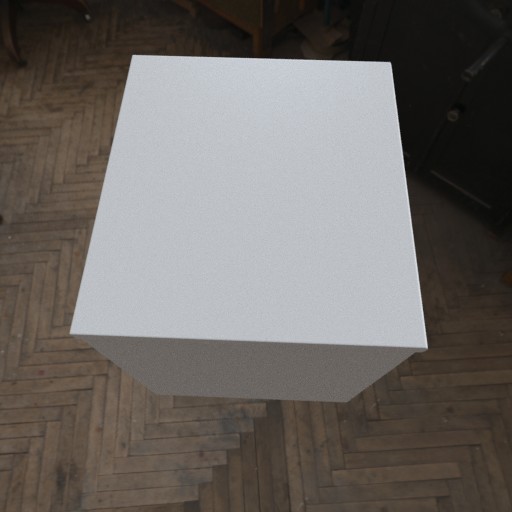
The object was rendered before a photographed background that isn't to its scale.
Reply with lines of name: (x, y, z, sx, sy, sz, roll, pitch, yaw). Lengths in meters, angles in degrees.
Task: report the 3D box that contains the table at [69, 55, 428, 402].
table: (0.000, 0.000, 0.765, 0.380, 0.460, 0.420, 2, 64, 1)
